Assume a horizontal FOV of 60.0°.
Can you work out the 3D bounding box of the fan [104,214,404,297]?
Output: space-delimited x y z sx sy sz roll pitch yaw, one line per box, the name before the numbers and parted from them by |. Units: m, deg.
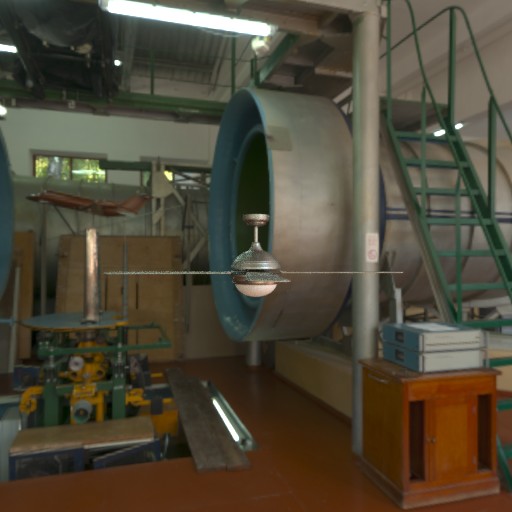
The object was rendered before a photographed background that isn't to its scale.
fan | 0.000 0.000 2.076 1.321 0.381 1.321 0 0 17
